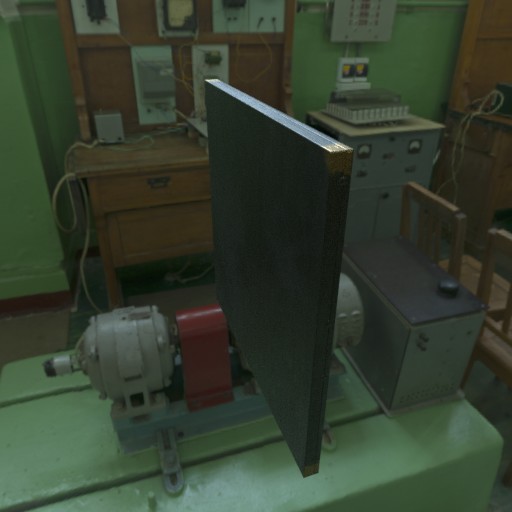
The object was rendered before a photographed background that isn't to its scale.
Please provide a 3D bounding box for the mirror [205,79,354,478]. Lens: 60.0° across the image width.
[{"bbox_3d":[0.000,0.000,0.575,0.020,0.381,0.382,-10,31,-17],"label":"mirror"}]
